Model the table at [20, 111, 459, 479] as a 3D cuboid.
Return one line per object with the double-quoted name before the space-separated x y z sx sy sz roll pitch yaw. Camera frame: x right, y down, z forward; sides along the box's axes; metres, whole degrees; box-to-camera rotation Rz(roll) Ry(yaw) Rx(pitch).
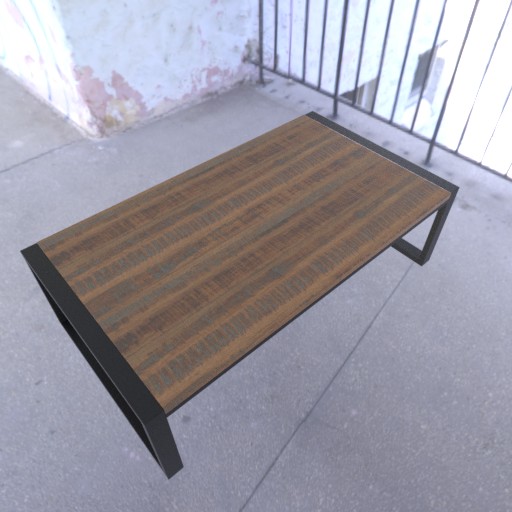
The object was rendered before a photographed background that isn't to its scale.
"table" 0.000 0.000 1.672 1.350 0.400 0.750 -33 55 -27
